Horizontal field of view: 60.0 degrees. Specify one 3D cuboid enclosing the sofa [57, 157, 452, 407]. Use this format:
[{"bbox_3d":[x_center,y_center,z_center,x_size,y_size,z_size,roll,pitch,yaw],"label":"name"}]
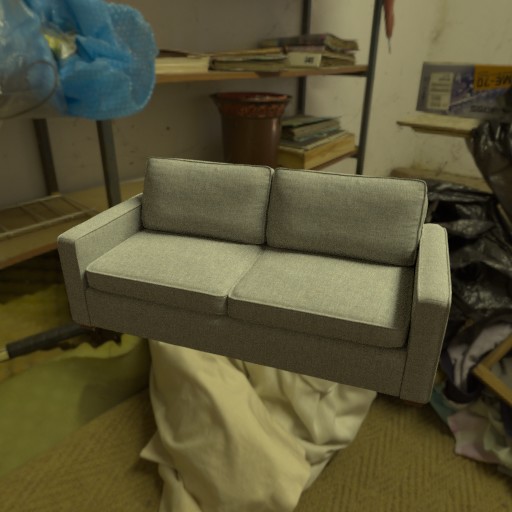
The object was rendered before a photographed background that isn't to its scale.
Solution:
[{"bbox_3d":[0.000,0.000,2.599,2.078,0.918,0.945,9,27,18],"label":"sofa"}]
